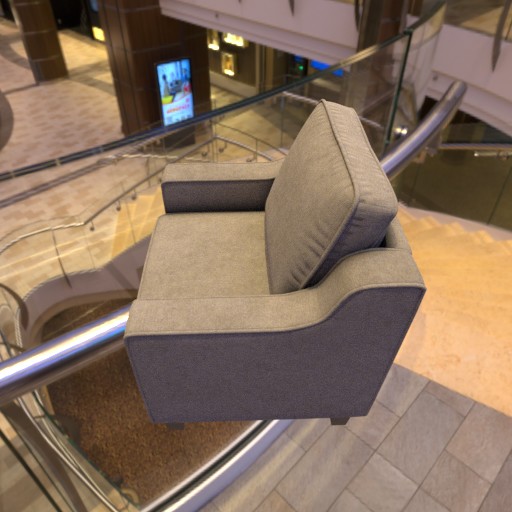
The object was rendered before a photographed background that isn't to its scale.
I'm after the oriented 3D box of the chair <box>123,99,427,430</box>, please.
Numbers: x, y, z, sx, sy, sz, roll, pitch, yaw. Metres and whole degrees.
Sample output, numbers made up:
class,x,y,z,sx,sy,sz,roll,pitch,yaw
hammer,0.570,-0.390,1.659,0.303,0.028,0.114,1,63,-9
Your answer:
class,x,y,z,sx,sy,sz,roll,pitch,yaw
chair,0.000,0.000,1.633,0.840,0.944,0.926,-1,41,-1
